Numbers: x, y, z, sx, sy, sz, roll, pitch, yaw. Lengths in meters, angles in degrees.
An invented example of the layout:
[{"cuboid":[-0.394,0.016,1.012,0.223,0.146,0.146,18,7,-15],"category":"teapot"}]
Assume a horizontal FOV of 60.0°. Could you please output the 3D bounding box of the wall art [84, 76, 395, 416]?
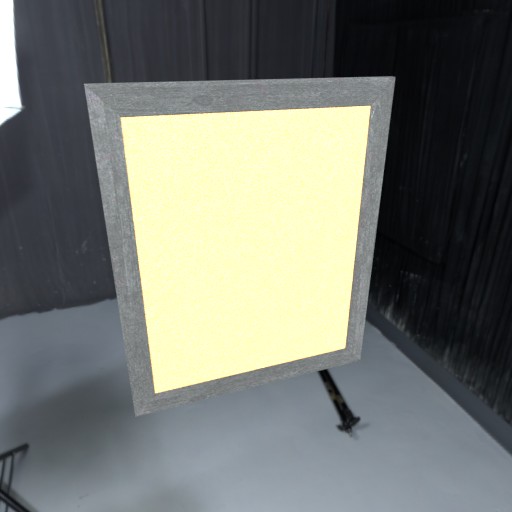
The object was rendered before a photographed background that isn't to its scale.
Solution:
[{"cuboid":[0.000,0.000,0.771,0.476,0.570,0.013,-9,27,-18],"category":"wall art"}]
